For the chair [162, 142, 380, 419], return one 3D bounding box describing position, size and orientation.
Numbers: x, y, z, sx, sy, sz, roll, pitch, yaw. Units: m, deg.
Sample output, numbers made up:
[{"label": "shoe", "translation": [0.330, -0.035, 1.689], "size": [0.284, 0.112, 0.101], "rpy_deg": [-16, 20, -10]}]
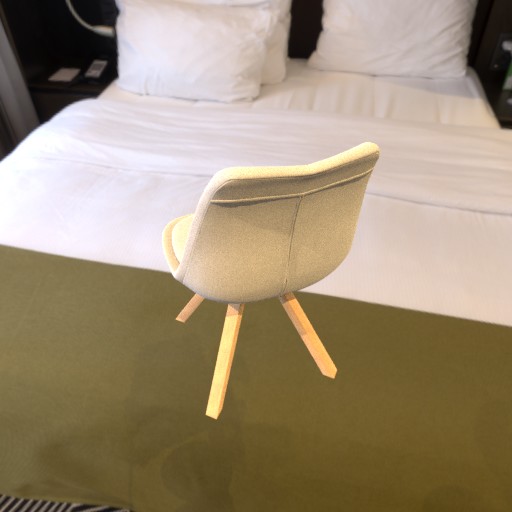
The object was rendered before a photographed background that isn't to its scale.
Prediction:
[{"label": "chair", "translation": [0.000, 0.000, 1.207], "size": [0.474, 0.863, 0.549], "rpy_deg": [-14, 43, -15]}]
